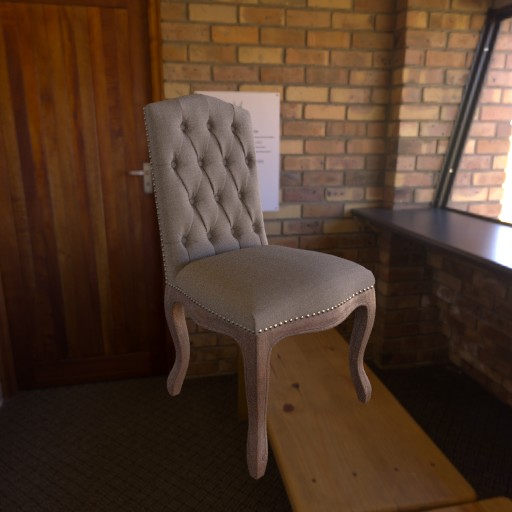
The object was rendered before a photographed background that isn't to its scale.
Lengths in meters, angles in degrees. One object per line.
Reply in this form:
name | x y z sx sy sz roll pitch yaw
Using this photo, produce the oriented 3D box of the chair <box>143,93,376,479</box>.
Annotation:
chair | 0.000 0.000 1.660 0.637 1.191 0.731 -13 20 -42
